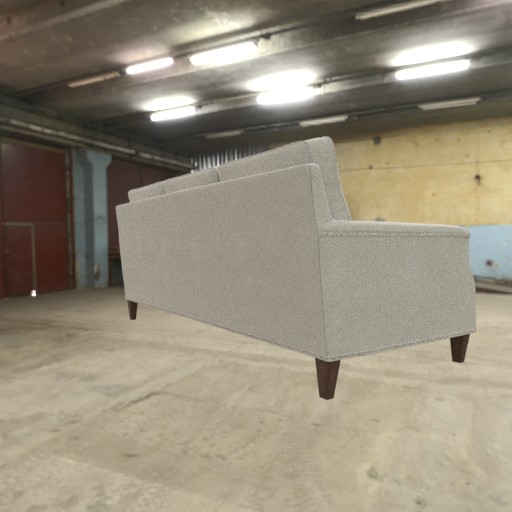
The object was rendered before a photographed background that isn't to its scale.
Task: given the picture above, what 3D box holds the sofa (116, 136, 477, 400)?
[{"bbox_3d":[0.000,0.000,2.741,1.084,1.003,2.246,-1,2,-35],"label":"sofa"}]
